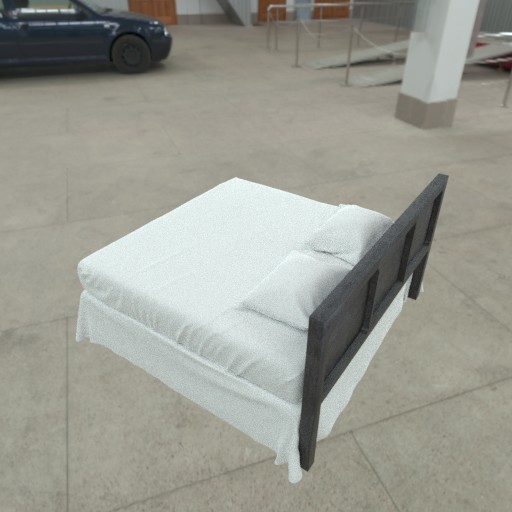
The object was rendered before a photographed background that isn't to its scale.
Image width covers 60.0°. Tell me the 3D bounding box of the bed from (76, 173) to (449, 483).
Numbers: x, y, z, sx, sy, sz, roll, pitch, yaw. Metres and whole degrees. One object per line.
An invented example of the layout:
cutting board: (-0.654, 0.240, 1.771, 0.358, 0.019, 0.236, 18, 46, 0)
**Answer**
bed: (0.000, 0.000, 3.461, 2.165, 1.158, 2.255, 21, 38, 29)
